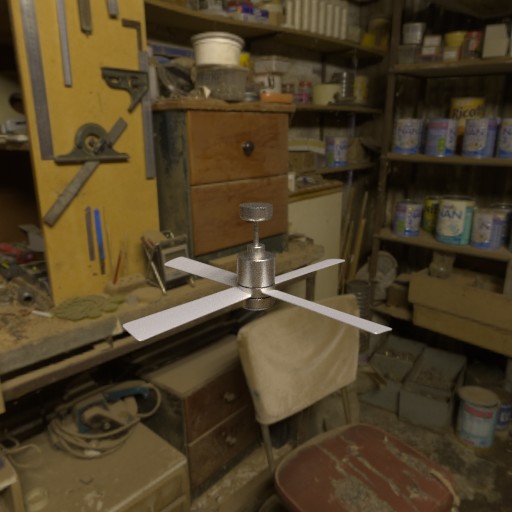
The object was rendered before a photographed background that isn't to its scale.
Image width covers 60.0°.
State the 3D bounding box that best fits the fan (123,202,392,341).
[{"bbox_3d":[0.000,0.000,2.334,1.525,0.539,1.525,15,22,43],"label":"fan"}]
